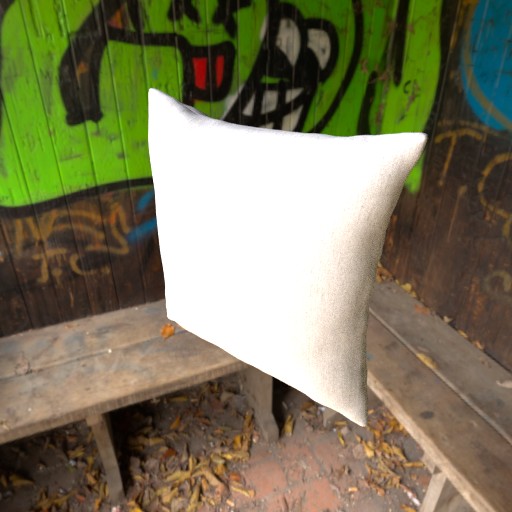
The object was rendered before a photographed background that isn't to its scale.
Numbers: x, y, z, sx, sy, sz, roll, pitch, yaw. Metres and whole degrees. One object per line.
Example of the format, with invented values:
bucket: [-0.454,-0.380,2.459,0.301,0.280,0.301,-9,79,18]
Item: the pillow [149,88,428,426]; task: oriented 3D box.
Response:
pillow: [0.000,0.000,0.672,0.433,0.436,0.173,22,37,32]
